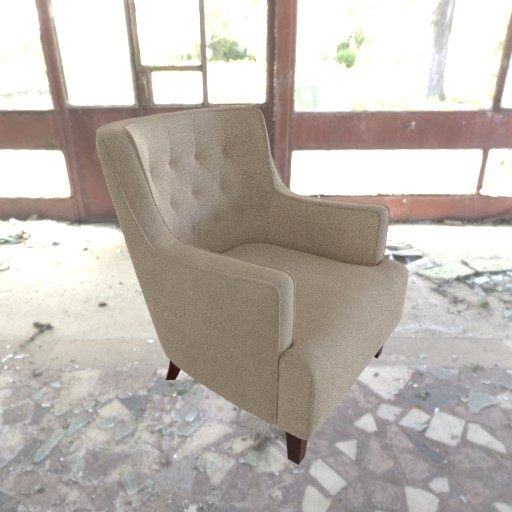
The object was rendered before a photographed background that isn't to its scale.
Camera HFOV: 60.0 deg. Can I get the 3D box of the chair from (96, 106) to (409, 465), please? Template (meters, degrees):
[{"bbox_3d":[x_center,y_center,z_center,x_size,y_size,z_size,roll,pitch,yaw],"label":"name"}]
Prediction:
[{"bbox_3d":[0.000,0.000,1.582,0.910,0.920,0.781,17,30,32],"label":"chair"}]
